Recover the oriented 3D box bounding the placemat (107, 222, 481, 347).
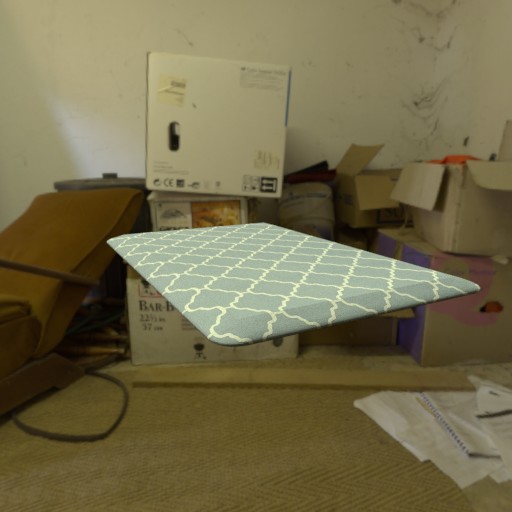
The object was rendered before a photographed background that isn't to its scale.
[{"bbox_3d":[0.000,0.000,0.970,0.508,0.021,0.762,-7,15,-28],"label":"placemat"}]
